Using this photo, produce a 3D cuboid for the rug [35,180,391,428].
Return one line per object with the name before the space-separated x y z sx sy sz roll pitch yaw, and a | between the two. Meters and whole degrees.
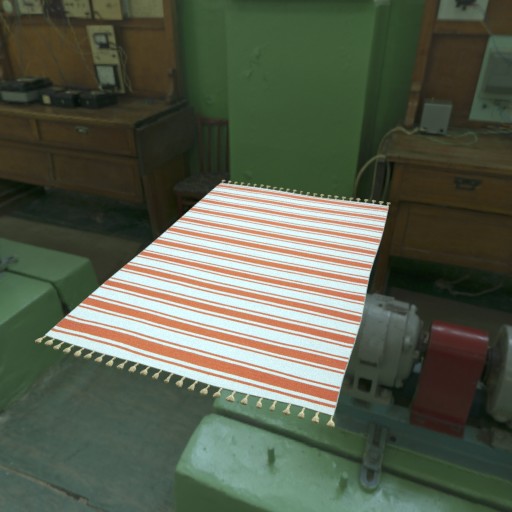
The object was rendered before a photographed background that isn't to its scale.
rug | 0.000 0.000 3.021 1.556 0.022 2.433 11 33 17
